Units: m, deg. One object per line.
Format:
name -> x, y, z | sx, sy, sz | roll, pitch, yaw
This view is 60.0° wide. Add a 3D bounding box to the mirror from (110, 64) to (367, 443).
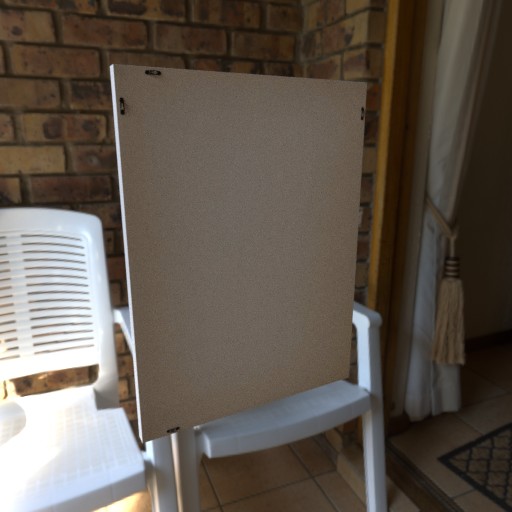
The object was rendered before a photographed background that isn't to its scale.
mirror -> 0.000, 0.000, 1.336 | 0.762, 1.016, 0.040 | -8, 17, -27
